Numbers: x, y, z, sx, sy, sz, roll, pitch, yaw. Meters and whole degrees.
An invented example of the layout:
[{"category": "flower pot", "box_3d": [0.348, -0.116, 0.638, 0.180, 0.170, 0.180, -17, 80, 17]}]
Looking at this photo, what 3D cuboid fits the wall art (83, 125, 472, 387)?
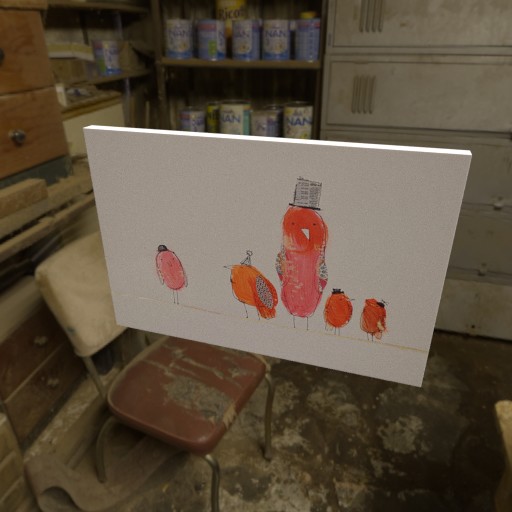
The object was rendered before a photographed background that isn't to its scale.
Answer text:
[{"category": "wall art", "box_3d": [0.000, 0.000, 1.159, 0.914, 0.609, 0.038, 8, 28, 16]}]
